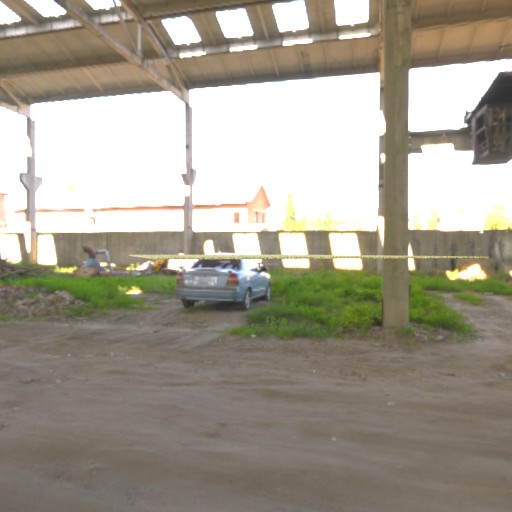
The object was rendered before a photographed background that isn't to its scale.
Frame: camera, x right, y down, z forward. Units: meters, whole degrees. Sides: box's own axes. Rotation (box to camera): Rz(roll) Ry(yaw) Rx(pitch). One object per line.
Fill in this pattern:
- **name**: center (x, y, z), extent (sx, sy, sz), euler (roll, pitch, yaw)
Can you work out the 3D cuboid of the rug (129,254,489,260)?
- **rug**: center (0.000, 0.000, 2.200), extent (1.143, 0.006, 1.747), euler (0, 0, -18)
